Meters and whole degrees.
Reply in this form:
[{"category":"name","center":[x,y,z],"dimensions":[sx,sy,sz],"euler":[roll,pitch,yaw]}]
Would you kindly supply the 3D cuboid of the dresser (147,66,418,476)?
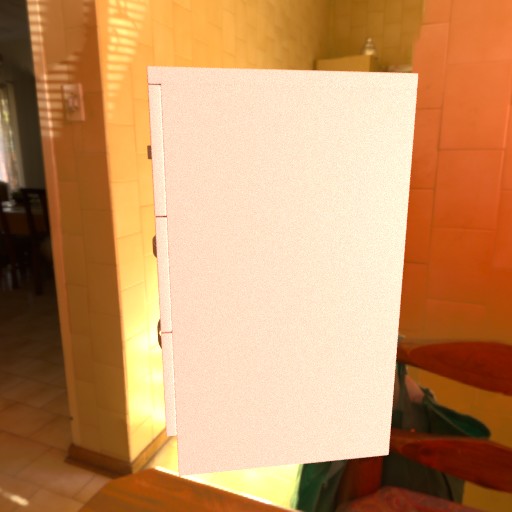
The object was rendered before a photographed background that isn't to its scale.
[{"category":"dresser","center":[0.000,0.000,0.797],"dimensions":[0.360,0.560,0.400],"euler":[-2,13,-8]}]
